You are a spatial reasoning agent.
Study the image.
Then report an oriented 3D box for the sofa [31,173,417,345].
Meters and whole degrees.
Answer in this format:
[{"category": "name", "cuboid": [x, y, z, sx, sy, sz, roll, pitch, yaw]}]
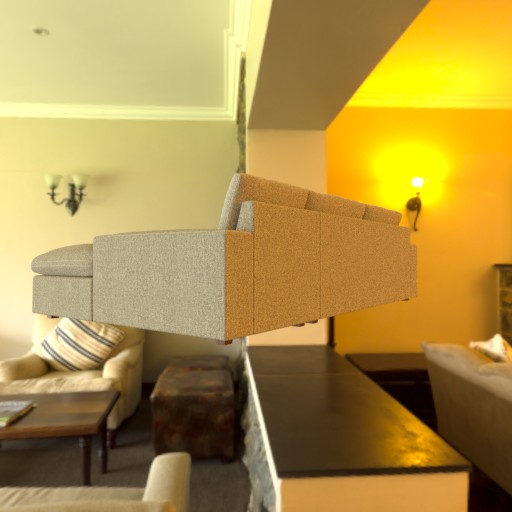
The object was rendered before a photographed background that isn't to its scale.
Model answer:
[{"category": "sofa", "cuboid": [0.000, 0.000, 3.488, 1.689, 0.813, 2.718, 0, 0, 36]}]
